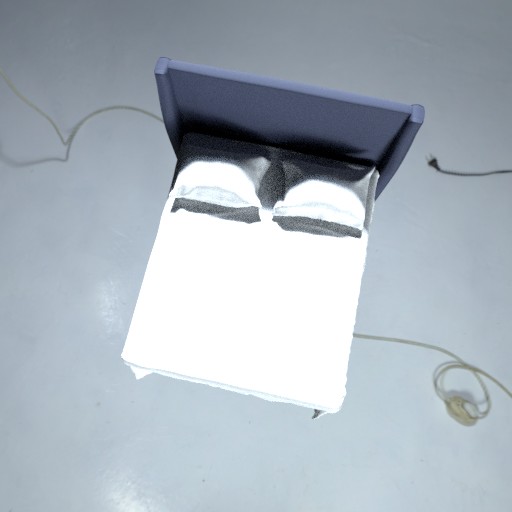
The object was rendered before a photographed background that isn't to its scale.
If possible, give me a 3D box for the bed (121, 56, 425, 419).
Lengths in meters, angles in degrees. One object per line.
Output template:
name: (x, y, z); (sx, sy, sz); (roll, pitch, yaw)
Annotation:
bed: (0.000, 0.000, 3.448); (1.925, 1.332, 2.276); (12, 76, 3)
